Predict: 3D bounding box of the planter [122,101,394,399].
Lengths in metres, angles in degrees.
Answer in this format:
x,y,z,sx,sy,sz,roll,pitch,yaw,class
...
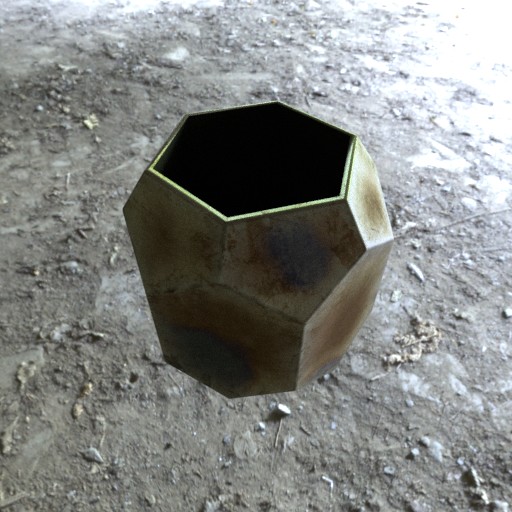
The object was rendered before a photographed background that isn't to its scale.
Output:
x,y,z,sx,sy,sz,roll,pitch,yaw,class
0.000,0.000,0.435,0.243,0.238,0.221,10,47,9,planter
